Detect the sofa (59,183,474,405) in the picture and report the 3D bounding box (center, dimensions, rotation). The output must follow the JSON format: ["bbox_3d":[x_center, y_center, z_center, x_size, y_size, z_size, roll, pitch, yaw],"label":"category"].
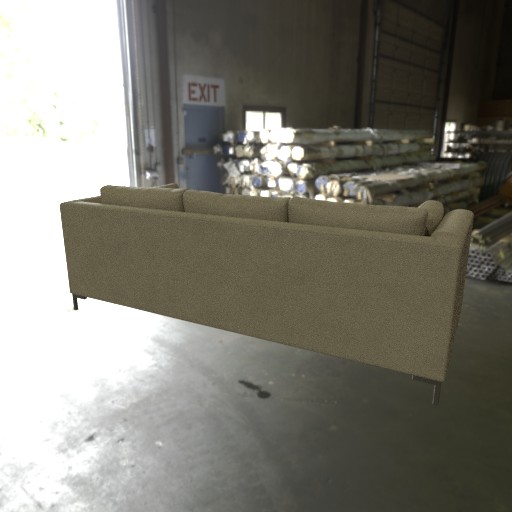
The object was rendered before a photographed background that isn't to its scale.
[{"bbox_3d":[0.000,0.000,2.841,2.415,0.867,0.969,8,18,27],"label":"sofa"}]
